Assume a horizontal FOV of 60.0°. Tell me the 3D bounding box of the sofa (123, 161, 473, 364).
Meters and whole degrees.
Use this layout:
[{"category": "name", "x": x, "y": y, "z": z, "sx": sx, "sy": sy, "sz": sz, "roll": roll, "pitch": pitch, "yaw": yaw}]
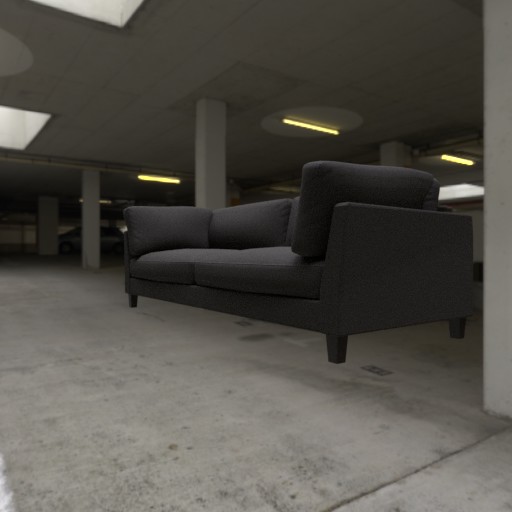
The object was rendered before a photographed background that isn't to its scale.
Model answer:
[{"category": "sofa", "x": 0.000, "y": 0.000, "z": 2.766, "sx": 0.969, "sy": 0.792, "sz": 2.312, "roll": 0, "pitch": 0, "yaw": -36}]
